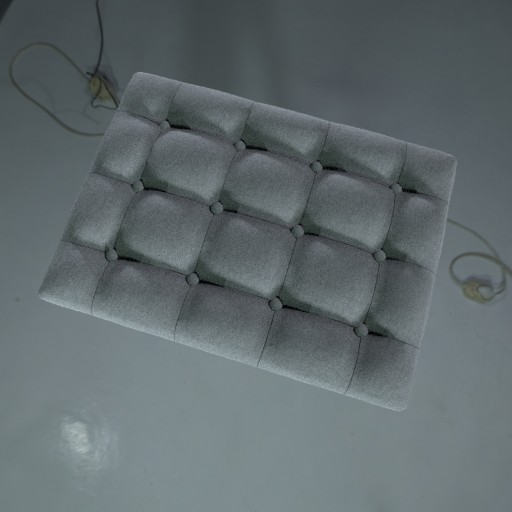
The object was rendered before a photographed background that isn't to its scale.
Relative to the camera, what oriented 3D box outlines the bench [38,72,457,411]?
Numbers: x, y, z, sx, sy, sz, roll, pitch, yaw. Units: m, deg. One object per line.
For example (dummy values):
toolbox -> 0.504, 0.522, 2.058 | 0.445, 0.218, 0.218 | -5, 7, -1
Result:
bench -> 0.000, 0.000, 0.881 | 0.572, 0.469, 0.417 | 16, 76, 4
